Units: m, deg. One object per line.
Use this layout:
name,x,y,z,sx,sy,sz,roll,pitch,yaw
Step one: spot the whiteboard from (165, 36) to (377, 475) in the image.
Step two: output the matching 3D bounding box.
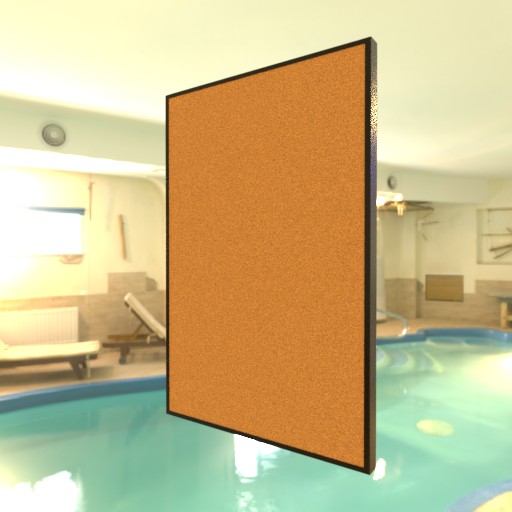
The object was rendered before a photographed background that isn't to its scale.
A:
whiteboard,0.000,0.000,0.742,0.406,0.611,0.026,0,1,35
